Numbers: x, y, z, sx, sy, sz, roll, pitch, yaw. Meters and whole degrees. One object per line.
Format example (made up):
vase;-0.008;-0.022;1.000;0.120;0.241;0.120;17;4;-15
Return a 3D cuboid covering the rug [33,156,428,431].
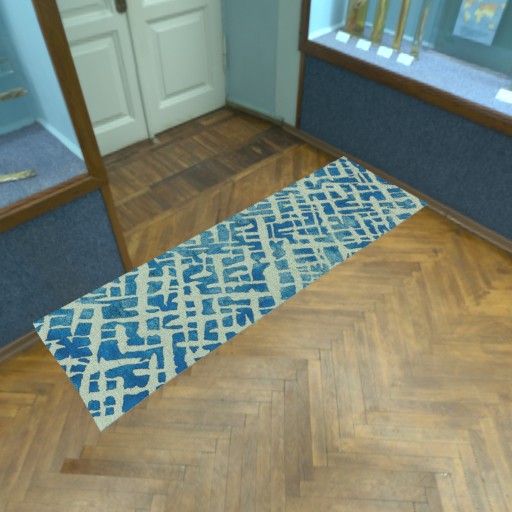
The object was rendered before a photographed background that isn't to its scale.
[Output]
rug;0.000;0.000;2.687;2.446;0.011;0.768;-31;53;-27
